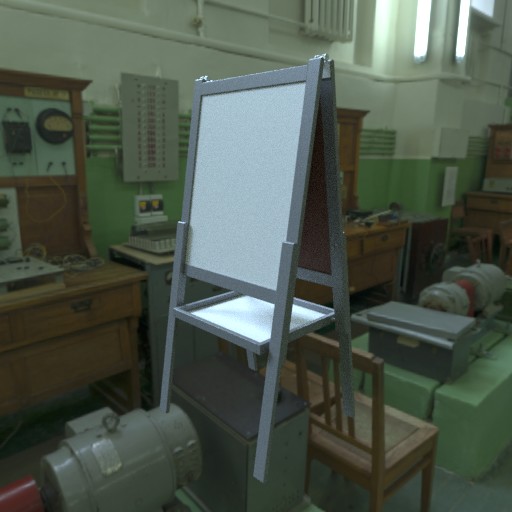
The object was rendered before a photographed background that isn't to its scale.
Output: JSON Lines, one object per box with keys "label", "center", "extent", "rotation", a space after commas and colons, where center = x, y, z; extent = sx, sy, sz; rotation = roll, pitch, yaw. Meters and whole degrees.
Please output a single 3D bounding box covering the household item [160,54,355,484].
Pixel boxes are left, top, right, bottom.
{"label": "household item", "center": [0.000, 0.000, 1.472], "extent": [0.469, 1.172, 0.531], "rotation": [-13, 18, -43]}
